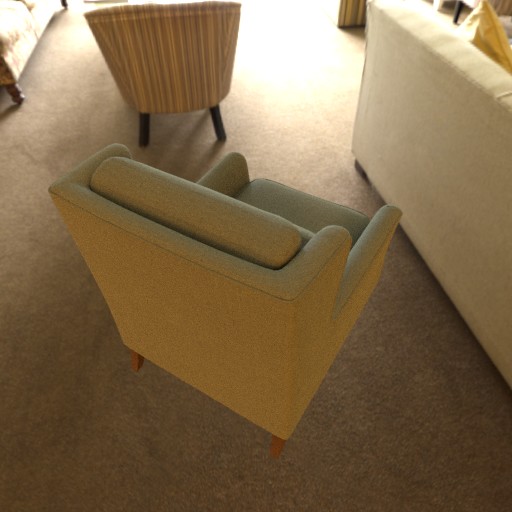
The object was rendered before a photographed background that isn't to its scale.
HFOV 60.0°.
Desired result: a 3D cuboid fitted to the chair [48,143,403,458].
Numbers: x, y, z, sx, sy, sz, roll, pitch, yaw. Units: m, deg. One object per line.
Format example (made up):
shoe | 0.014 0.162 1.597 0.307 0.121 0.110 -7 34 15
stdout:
chair | 0.000 0.000 1.778 0.866 1.056 1.040 24 50 22
